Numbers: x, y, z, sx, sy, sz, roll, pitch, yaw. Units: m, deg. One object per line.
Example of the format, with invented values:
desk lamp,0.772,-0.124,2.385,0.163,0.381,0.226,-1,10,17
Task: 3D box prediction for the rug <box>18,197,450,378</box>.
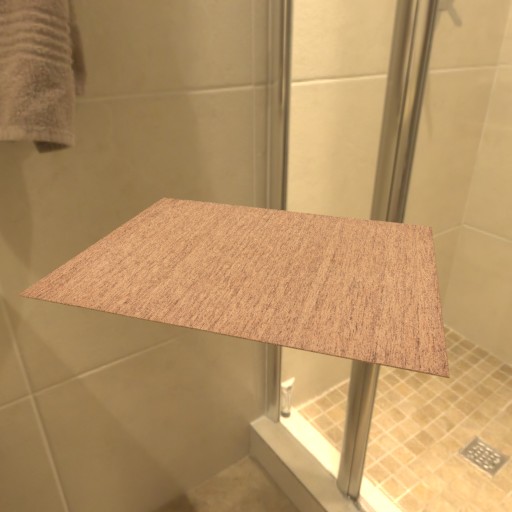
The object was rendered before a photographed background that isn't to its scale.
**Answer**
rug,0.000,0.000,4.147,3.205,0.013,2.448,8,28,15
